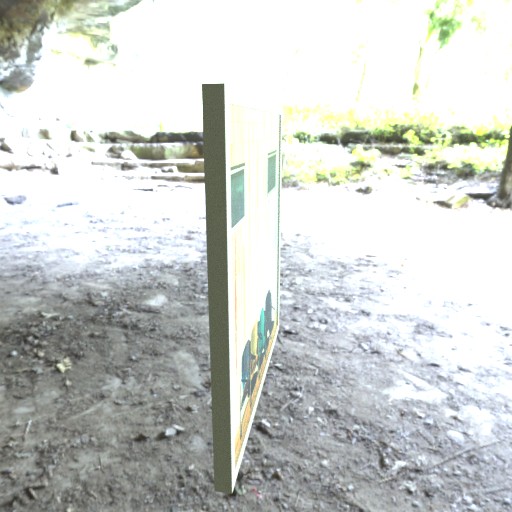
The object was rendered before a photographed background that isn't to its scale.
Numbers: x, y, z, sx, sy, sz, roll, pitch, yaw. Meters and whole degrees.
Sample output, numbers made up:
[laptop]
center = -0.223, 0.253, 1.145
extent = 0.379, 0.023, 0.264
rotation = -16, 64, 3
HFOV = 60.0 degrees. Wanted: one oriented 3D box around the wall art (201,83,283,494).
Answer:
[wall art]
center = 0.000, 0.000, 1.133
extent = 0.036, 0.760, 0.760
rotation = 3, 16, 9
